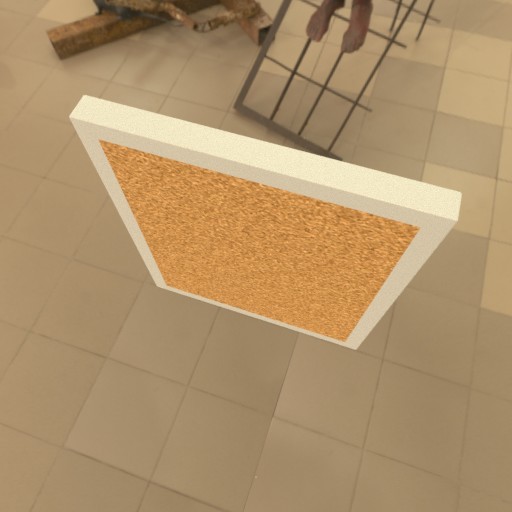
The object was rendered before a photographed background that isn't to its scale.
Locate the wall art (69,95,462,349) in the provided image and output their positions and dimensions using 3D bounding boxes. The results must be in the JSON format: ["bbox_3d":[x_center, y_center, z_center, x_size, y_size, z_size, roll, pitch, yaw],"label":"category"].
[{"bbox_3d":[0.000,0.000,0.533,0.331,0.381,0.028,17,65,8],"label":"wall art"}]
